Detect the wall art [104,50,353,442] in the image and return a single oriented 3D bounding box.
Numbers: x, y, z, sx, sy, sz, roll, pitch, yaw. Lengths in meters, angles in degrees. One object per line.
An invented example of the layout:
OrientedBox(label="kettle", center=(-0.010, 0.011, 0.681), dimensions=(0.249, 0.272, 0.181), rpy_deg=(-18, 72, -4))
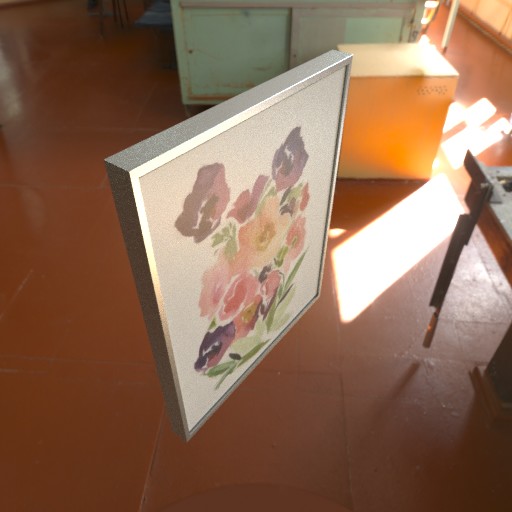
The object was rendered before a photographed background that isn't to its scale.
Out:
OrientedBox(label="wall art", center=(0.000, 0.000, 0.751), dimensions=(0.038, 0.549, 0.452), rpy_deg=(27, 48, 27))
